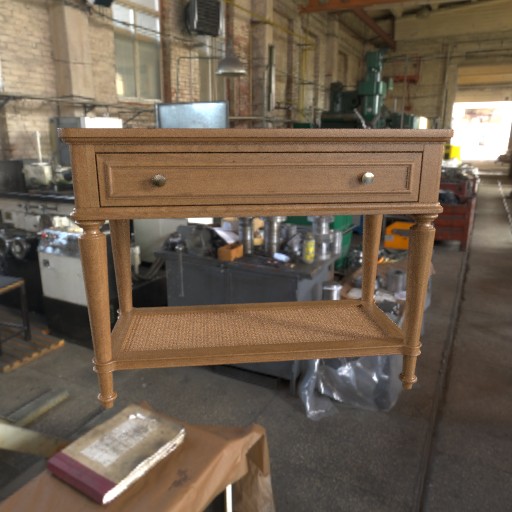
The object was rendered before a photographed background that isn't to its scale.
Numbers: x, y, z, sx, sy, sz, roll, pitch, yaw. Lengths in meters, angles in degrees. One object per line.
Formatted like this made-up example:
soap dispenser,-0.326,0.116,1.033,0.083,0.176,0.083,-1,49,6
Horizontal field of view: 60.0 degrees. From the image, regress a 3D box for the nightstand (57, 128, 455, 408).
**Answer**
nightstand,0.000,0.000,1.284,0.914,0.700,0.432,-2,15,-6
